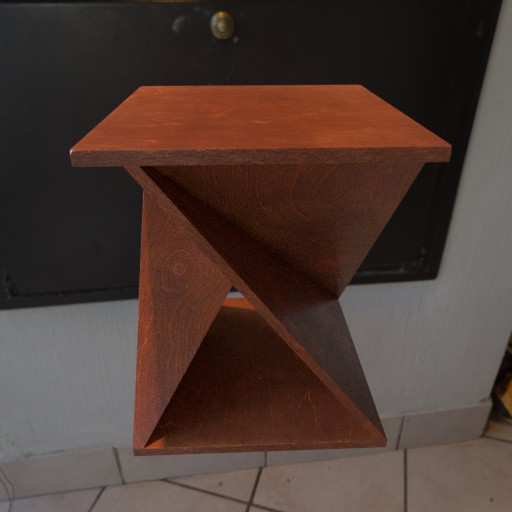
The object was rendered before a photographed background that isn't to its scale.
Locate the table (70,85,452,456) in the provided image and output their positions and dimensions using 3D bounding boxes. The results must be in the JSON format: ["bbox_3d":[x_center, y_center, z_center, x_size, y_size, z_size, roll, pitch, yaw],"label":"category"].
[{"bbox_3d":[0.000,0.000,0.807,0.427,0.520,0.427,-1,30,-2],"label":"table"}]
